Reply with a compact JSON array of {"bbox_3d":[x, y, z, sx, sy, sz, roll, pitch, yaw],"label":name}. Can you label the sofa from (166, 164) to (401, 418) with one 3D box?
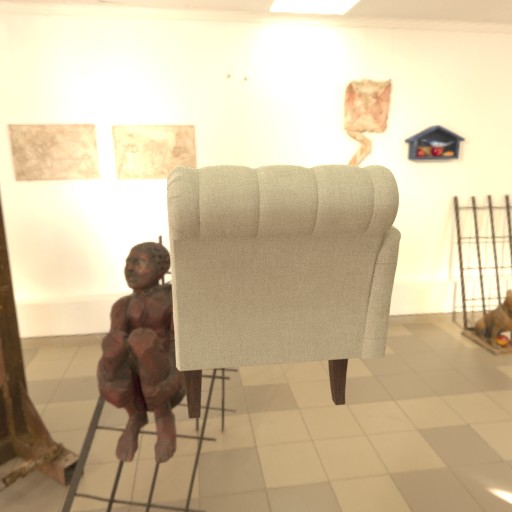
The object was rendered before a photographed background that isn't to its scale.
[{"bbox_3d":[0.000,0.000,1.830,0.675,0.787,1.379,-2,14,-9],"label":"sofa"}]
